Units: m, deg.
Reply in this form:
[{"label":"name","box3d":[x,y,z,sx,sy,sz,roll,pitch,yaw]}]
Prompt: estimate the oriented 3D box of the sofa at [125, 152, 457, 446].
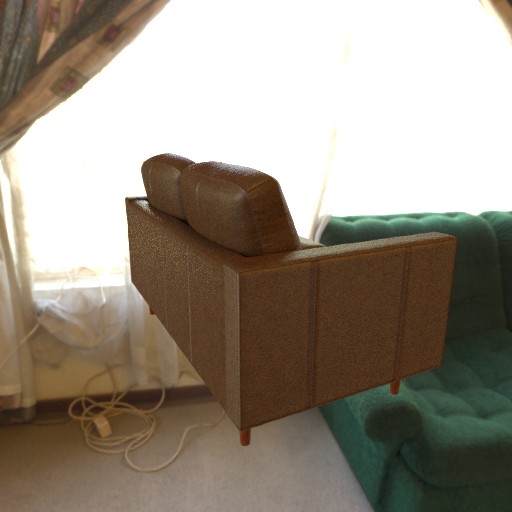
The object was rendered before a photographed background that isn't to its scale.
[{"label":"sofa","box3d":[0.000,0.000,2.137,0.909,0.951,1.578,-8,17,-26]}]
